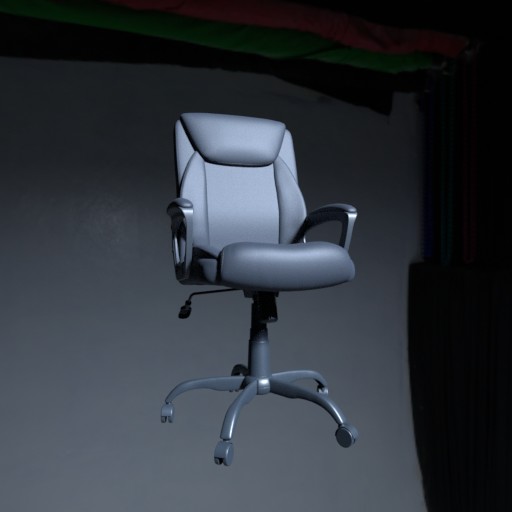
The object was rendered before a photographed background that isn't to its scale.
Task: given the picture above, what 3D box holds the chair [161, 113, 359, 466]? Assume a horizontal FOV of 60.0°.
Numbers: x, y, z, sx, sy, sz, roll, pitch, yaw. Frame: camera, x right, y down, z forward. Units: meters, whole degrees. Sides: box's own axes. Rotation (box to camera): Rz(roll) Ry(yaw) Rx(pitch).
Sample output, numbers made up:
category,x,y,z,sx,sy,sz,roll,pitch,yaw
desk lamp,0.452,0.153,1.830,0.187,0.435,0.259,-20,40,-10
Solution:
category,x,y,z,sx,sy,sz,roll,pitch,yaw
chair,0.000,0.000,1.466,0.615,1.072,0.655,0,1,-18
